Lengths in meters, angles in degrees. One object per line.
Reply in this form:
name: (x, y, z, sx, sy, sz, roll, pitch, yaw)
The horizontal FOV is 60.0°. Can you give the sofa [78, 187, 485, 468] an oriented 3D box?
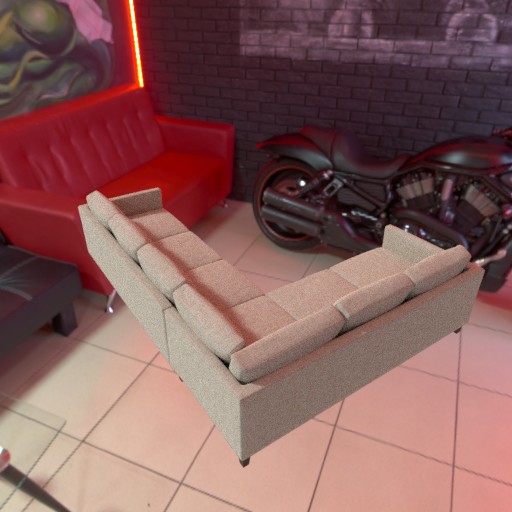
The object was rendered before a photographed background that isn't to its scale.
sofa: (0.000, 0.000, 4.310, 2.432, 0.863, 3.182, -20, 36, -29)
